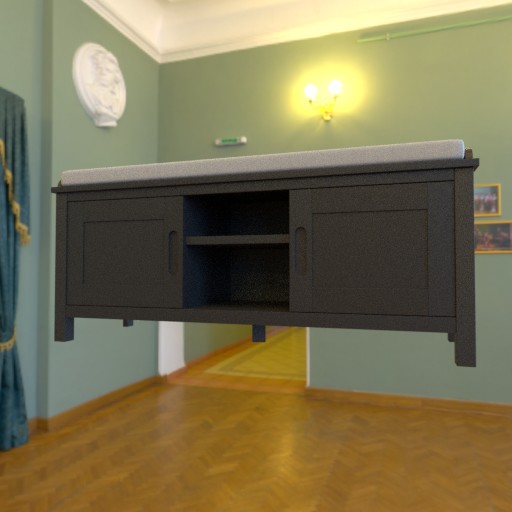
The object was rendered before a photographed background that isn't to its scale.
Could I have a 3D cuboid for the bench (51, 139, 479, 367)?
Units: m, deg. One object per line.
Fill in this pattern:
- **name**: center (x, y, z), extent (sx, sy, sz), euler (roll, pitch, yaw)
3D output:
- **bench**: center (0.000, 0.000, 1.315), extent (1.140, 0.501, 0.398), euler (0, -2, 18)
